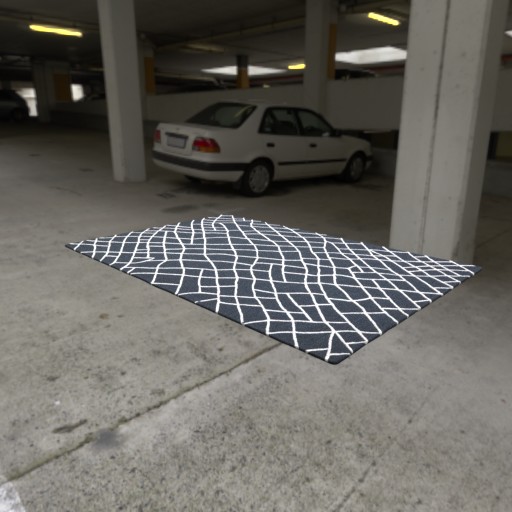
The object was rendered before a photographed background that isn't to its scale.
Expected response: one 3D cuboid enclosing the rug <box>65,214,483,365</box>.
[{"bbox_3d":[0.000,0.000,2.295,1.830,0.013,1.223,16,23,42],"label":"rug"}]
